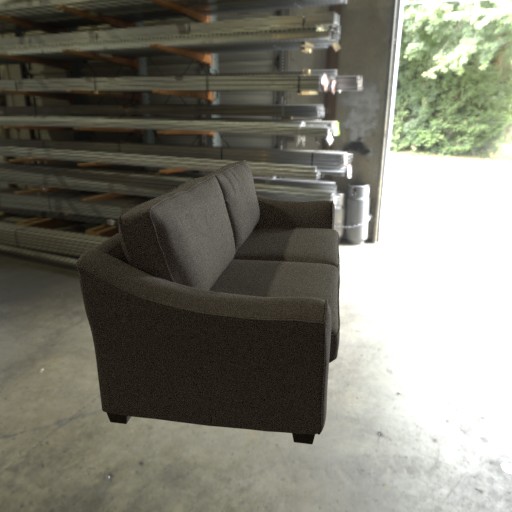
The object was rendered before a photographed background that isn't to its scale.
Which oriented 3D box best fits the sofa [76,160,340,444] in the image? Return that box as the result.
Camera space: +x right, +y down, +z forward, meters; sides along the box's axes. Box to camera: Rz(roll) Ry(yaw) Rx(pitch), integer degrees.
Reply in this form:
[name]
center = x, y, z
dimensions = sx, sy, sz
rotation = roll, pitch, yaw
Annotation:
[sofa]
center = 0.000, 0.000, 2.688
dimensions = 1.013, 0.976, 2.203
rotation = 3, 18, 10
